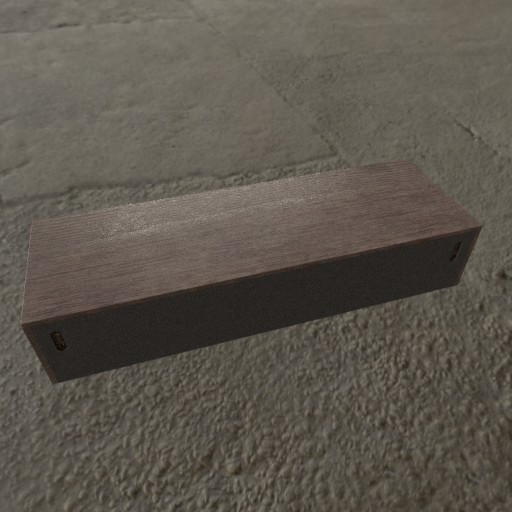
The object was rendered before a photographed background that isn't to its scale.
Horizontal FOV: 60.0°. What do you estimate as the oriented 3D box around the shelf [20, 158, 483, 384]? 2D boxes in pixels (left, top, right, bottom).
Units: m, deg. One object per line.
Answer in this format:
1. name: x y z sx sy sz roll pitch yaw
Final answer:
1. shelf: 0.000 0.000 0.672 0.610 0.125 0.200 -12 43 -13
